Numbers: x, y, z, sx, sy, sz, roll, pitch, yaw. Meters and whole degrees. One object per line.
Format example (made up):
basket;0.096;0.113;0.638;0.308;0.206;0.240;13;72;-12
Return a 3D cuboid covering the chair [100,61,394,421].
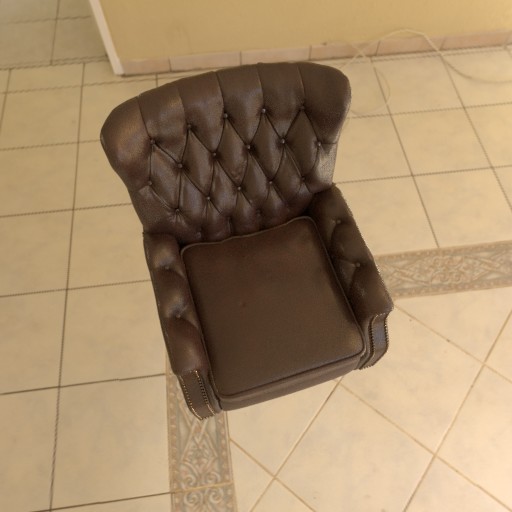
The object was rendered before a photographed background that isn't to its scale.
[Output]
chair;0.000;0.000;1.467;0.709;0.864;0.823;-15;64;-8
